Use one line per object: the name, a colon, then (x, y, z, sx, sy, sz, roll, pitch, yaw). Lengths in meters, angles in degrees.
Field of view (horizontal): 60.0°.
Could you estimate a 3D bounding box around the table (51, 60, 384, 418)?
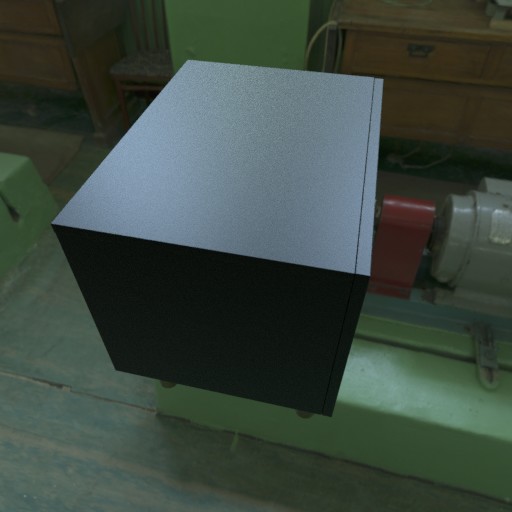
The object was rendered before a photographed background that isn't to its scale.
table: (0.000, 0.000, 0.965, 0.441, 0.584, 0.564, 9, 46, 9)
